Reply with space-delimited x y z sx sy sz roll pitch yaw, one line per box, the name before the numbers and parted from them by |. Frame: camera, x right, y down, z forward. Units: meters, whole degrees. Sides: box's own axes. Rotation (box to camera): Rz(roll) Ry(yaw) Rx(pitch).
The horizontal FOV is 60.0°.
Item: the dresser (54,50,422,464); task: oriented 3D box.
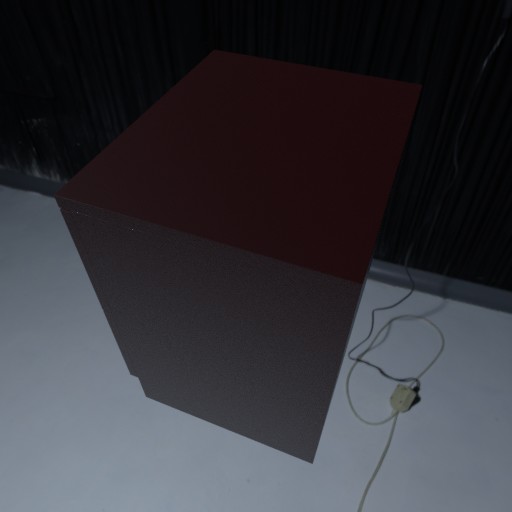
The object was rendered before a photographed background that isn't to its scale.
dresser | 0.000 0.000 0.732 0.360 0.470 0.400 16 49 15
